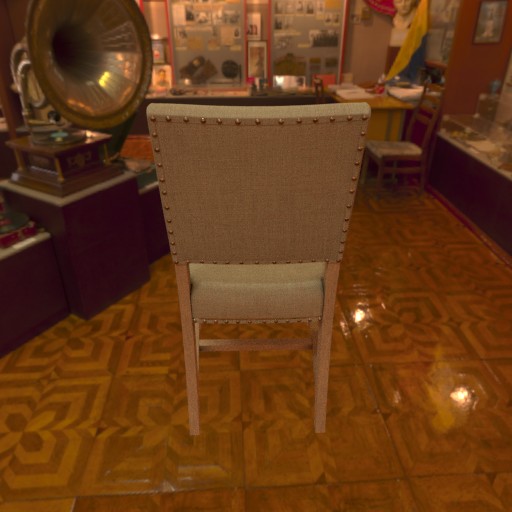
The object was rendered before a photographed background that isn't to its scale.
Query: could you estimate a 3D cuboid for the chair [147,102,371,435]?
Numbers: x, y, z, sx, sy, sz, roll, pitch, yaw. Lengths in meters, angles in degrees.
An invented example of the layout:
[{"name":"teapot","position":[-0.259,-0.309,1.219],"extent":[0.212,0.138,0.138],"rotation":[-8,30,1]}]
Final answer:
[{"name":"chair","position":[0.000,0.000,1.342],"extent":[0.508,0.986,0.622],"rotation":[-1,29,-1]}]
